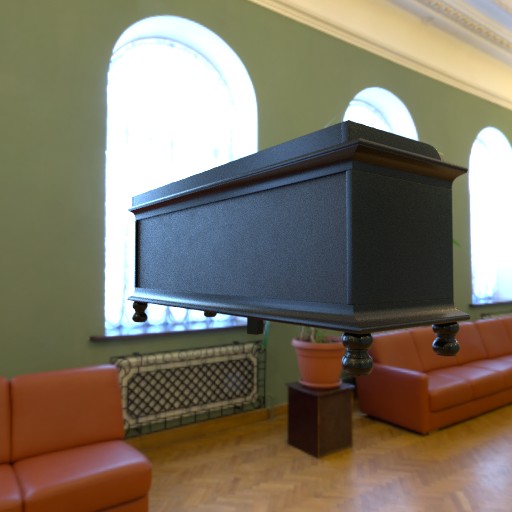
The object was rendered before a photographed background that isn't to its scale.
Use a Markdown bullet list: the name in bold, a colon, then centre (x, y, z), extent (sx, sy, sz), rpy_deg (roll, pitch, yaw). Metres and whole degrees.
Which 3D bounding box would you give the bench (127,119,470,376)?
- **bench**: centre (0.000, 0.000, 1.425), extent (0.402, 0.501, 1.185), rpy_deg (1, -2, -37)
